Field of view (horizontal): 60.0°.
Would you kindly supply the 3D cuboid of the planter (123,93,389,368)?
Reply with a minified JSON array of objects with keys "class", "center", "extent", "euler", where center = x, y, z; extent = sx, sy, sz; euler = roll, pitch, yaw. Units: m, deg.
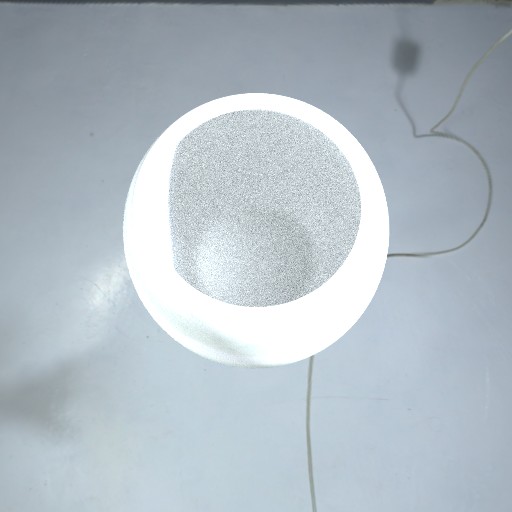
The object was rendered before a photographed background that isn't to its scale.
[{"class":"planter","center":[0.000,0.000,0.329],"extent":[0.161,0.224,0.161],"euler":[0,76,0]}]
